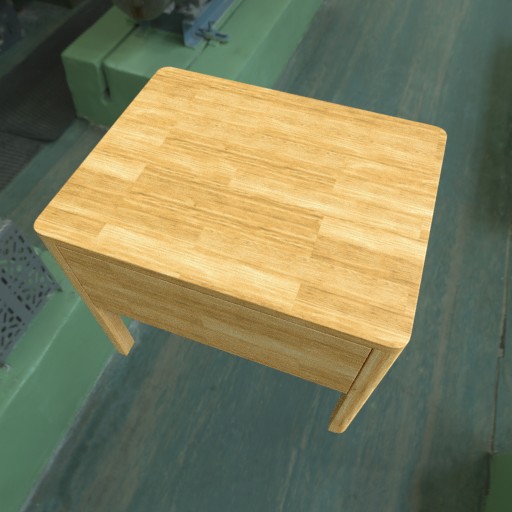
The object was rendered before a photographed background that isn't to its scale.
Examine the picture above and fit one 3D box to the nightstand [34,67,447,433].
[{"bbox_3d":[0.000,0.000,0.913,0.560,0.470,0.440,17,58,11],"label":"nightstand"}]
